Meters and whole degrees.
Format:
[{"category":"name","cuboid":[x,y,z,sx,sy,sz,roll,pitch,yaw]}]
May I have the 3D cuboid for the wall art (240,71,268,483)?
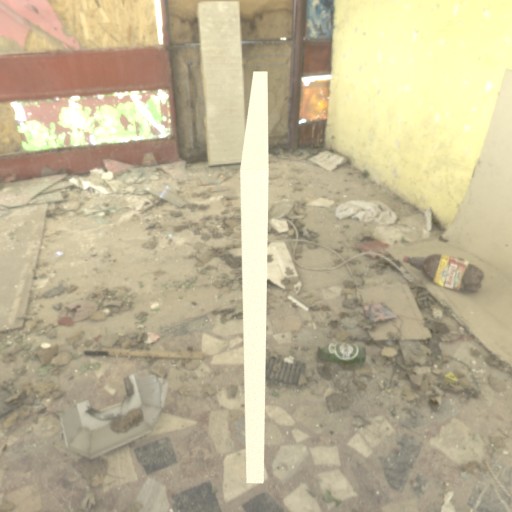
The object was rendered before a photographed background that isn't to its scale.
[{"category":"wall art","cuboid":[0.000,0.000,1.142,0.050,0.762,0.761,1,32,1]}]
